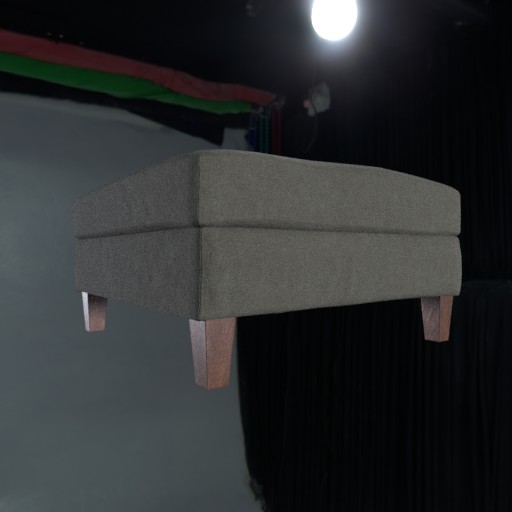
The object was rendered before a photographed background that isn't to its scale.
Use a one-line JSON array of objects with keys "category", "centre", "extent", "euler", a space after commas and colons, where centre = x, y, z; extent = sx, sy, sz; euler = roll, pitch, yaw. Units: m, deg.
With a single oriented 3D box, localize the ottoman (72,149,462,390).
[{"category": "ottoman", "centre": [0.000, 0.000, 1.355], "extent": [0.881, 0.482, 0.861], "euler": [0, 0, -36]}]
